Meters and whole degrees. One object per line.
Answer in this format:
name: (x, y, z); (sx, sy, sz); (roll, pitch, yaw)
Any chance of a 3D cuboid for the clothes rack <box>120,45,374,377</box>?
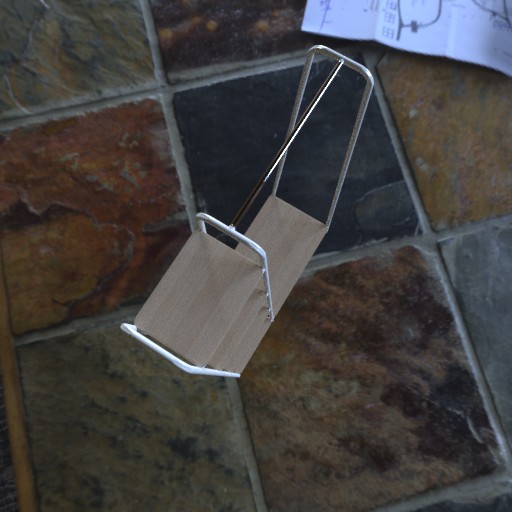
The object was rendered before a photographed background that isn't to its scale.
clothes rack: (0.000, 0.000, 1.940); (0.400, 1.500, 1.011); (31, 78, 7)
